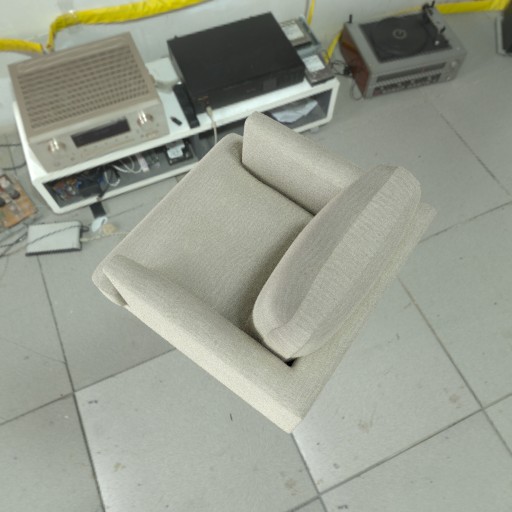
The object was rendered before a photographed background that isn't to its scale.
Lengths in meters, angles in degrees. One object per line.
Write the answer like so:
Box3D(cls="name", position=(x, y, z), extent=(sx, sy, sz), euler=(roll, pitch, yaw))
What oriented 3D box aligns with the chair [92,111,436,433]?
Box3D(cls="chair", position=(0.000, 0.000, 1.626), extent=(0.899, 0.957, 0.858), euler=(33, 69, 15))
